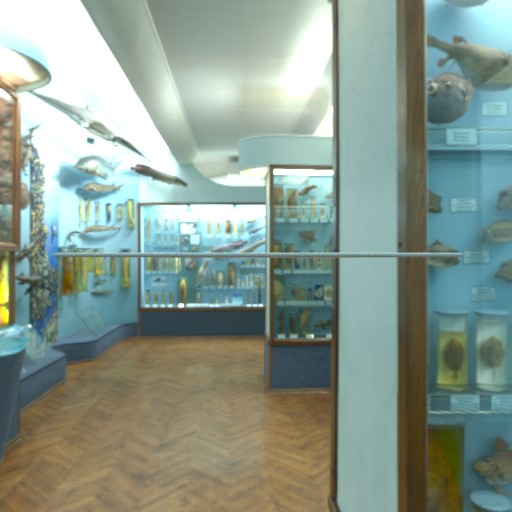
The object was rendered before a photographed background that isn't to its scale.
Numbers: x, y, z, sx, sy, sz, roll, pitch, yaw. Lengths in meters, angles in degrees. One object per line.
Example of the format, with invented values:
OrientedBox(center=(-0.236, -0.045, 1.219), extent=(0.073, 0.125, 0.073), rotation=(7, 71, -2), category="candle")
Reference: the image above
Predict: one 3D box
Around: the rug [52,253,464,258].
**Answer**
OrientedBox(center=(0.000, 0.000, 4.159), extent=(2.462, 0.030, 3.066), rotation=(0, 0, -1), category="rug")
